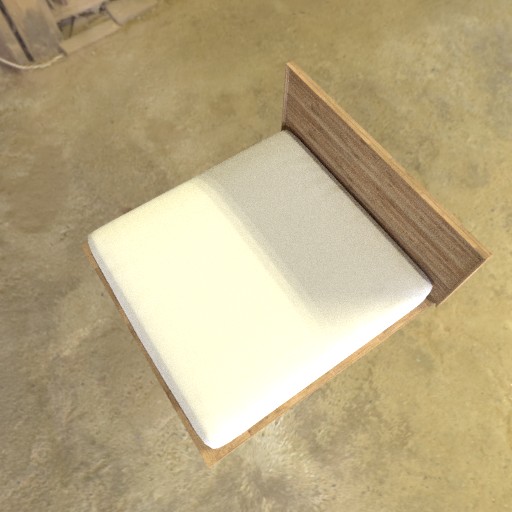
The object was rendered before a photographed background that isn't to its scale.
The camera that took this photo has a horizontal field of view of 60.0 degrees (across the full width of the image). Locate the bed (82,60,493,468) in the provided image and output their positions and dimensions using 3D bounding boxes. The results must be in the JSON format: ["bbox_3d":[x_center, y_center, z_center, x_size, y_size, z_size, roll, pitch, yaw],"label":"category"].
[{"bbox_3d":[0.000,0.000,3.382,2.167,1.100,2.116,-31,67,-15],"label":"bed"}]
